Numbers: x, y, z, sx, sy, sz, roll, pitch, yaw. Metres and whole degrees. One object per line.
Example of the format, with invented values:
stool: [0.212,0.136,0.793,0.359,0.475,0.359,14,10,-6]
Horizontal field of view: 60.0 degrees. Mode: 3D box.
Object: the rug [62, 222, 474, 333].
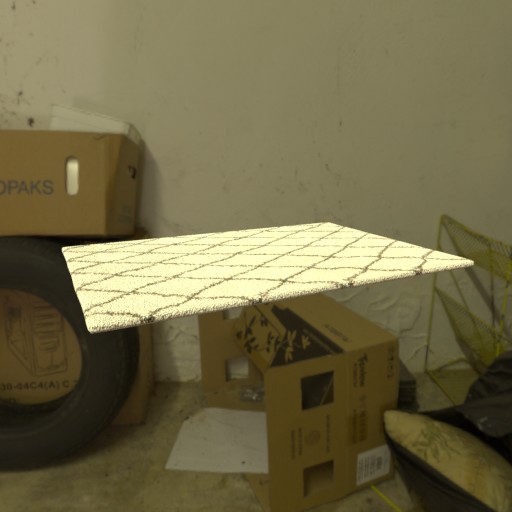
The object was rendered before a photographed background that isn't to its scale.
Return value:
rug: [0.000,0.000,2.295,1.778,0.030,1.219,-7,16,-26]
